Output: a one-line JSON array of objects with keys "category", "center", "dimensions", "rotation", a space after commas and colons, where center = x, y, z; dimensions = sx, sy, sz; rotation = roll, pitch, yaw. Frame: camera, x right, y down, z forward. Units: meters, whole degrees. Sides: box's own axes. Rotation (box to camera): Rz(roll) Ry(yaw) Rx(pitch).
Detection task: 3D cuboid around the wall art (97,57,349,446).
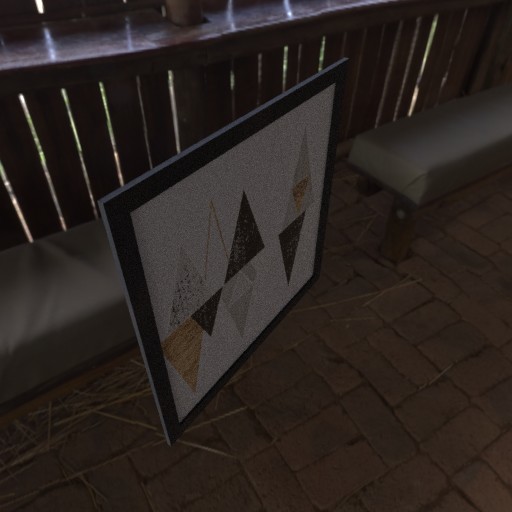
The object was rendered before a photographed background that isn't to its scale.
[{"category": "wall art", "center": [0.000, 0.000, 1.212], "dimensions": [0.013, 0.823, 0.823], "rotation": [26, 48, 26]}]
